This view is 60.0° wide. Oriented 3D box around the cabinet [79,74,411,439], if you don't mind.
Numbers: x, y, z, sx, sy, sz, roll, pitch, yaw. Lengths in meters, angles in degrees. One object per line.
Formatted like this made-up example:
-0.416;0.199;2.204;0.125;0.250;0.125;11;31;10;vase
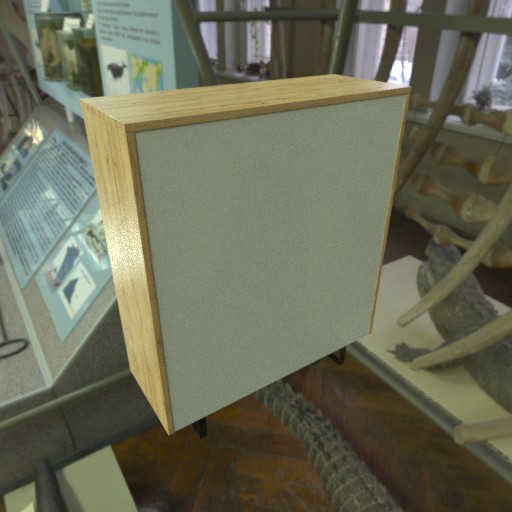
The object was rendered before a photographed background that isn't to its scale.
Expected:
0.000;0.000;1.987;1.168;1.397;0.473;-18;34;-29;cabinet
